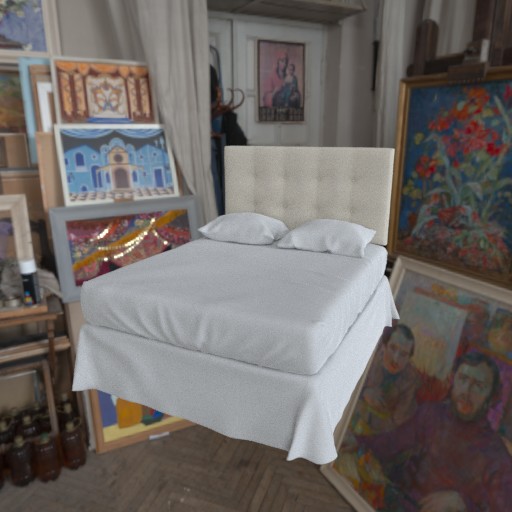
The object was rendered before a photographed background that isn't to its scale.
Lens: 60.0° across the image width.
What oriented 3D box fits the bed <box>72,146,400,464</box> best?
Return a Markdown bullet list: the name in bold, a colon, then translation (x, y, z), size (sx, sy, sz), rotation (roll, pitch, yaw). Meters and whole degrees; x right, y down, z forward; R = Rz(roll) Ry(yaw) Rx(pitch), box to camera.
- **bed**: translation (0.000, 0.000, 3.397), size (1.936, 1.577, 2.222), rotation (7, 17, 25)
